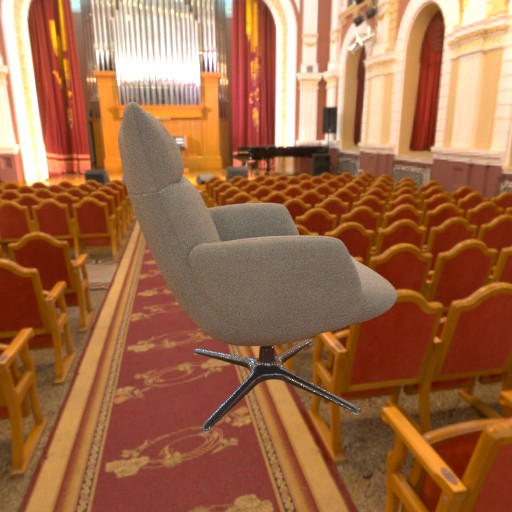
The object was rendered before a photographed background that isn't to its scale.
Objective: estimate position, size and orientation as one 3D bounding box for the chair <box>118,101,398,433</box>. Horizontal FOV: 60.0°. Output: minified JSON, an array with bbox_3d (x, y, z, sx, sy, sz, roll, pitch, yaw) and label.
[{"bbox_3d":[0.000,0.000,1.603,0.889,1.016,0.711,-3,16,-10],"label":"chair"}]
